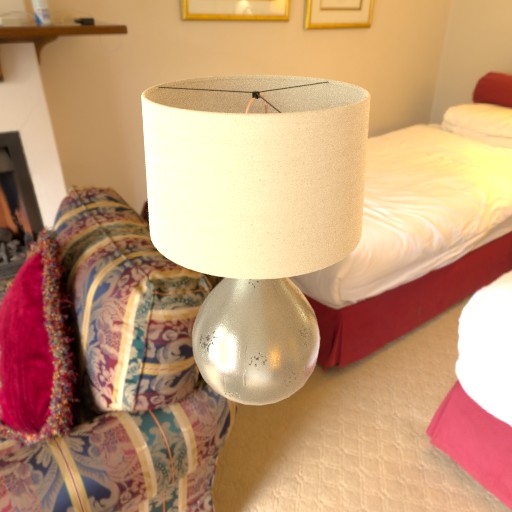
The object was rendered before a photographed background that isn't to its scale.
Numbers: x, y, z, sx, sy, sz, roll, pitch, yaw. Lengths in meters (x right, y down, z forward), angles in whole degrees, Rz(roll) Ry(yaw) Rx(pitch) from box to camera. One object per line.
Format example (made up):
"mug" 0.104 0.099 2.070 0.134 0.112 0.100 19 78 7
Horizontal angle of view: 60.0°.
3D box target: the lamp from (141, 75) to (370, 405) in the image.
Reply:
"lamp" 0.000 0.000 0.736 0.330 0.521 0.330 0 30 0
